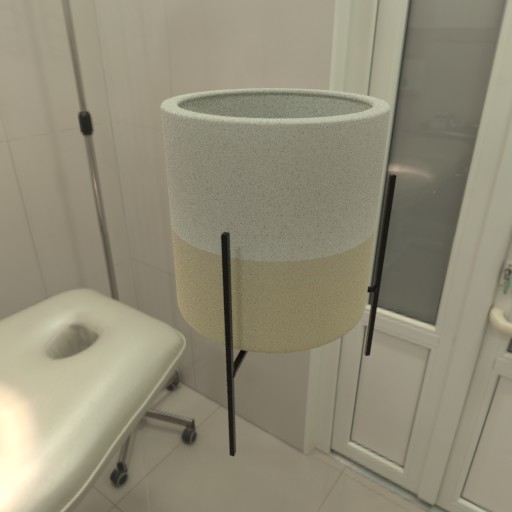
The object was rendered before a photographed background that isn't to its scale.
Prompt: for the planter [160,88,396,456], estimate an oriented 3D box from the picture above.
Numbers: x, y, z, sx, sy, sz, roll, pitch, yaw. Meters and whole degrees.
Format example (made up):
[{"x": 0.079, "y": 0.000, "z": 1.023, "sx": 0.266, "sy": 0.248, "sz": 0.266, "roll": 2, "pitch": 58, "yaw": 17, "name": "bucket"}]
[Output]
[{"x": 0.000, "y": 0.000, "z": 0.543, "sx": 0.267, "sy": 0.362, "sz": 0.263, "roll": 18, "pitch": 32, "yaw": 31, "name": "planter"}]
